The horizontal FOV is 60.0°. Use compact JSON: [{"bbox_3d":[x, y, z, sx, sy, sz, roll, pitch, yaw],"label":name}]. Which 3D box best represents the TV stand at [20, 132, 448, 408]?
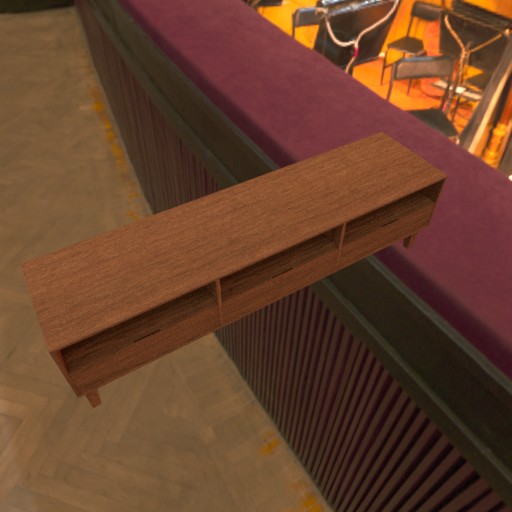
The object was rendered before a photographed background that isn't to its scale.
[{"bbox_3d":[0.000,0.000,1.674,1.482,0.409,0.366,-24,51,-21],"label":"TV stand"}]
